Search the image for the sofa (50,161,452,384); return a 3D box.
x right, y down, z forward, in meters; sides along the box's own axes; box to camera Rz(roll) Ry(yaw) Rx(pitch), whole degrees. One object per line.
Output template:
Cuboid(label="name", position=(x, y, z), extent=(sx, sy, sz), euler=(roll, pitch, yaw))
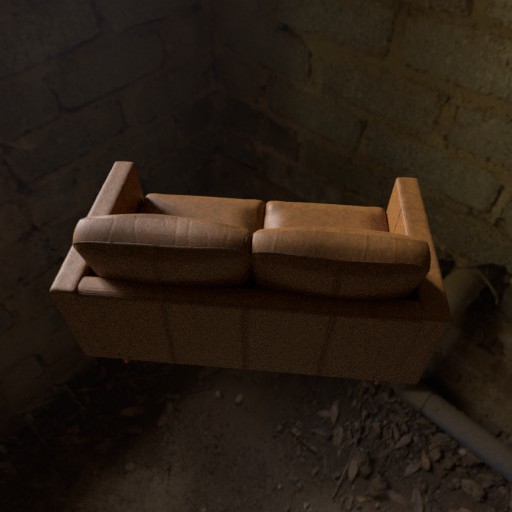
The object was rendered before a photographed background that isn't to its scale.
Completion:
Cuboid(label="sofa", position=(0.000, 0.000, 2.172), extent=(1.578, 0.951, 0.909), euler=(4, 48, 4))
